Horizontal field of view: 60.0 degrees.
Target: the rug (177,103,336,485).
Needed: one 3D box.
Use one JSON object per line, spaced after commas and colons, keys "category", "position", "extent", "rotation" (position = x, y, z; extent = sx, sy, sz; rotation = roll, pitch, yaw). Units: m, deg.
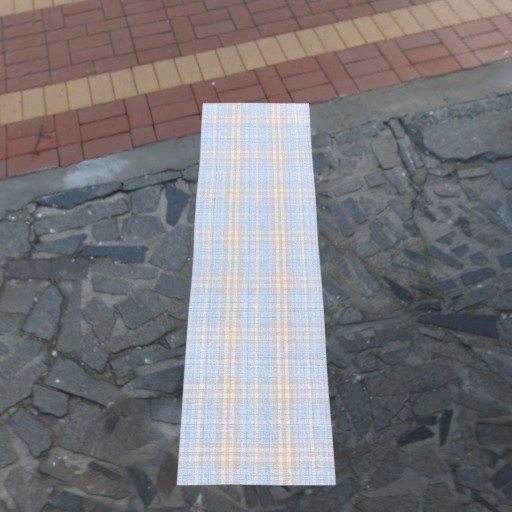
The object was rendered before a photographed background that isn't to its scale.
{"category": "rug", "position": [0.000, 0.000, 2.651], "extent": [0.762, 0.013, 2.439], "rotation": [0, 64, 0]}
